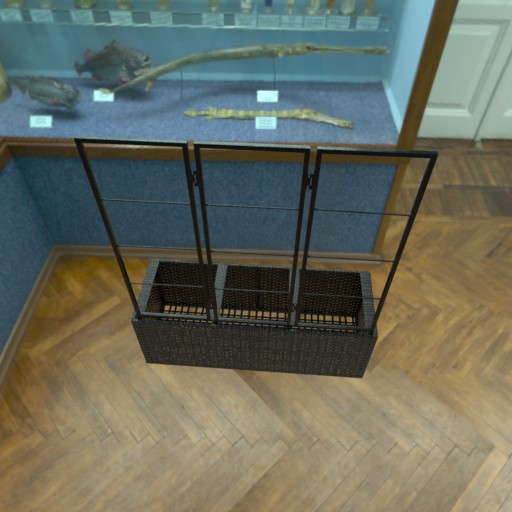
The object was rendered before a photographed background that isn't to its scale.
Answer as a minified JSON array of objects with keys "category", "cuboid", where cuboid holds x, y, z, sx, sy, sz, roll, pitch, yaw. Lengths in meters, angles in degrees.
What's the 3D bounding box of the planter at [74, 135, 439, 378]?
[{"category":"planter","cuboid":[0.000,0.000,1.193,0.699,0.841,0.244,3,48,3]}]
